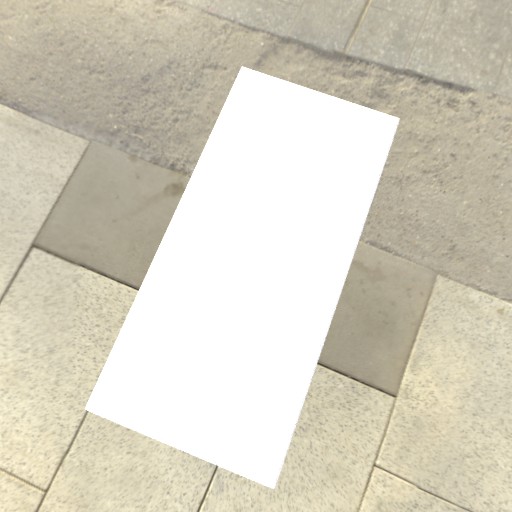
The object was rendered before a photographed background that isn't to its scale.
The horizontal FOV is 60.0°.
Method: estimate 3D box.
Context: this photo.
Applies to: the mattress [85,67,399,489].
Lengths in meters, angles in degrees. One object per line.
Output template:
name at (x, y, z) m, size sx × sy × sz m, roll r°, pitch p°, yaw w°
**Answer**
mattress at (0.000, 0.000, 2.222) m, size 0.900 × 0.200 × 1.900 m, roll 20°, pitch 76°, yaw 5°
